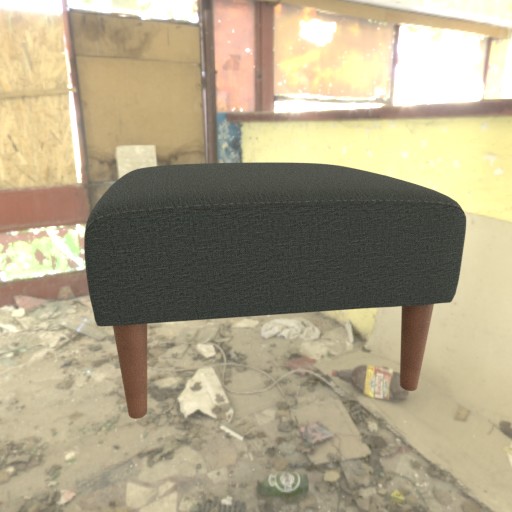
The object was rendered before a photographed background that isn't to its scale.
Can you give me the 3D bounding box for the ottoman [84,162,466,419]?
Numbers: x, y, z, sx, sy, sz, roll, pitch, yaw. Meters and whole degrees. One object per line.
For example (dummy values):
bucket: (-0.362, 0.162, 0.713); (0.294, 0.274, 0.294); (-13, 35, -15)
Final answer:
ottoman: (0.000, 0.000, 1.034); (0.649, 0.398, 0.650); (-3, 17, -9)
